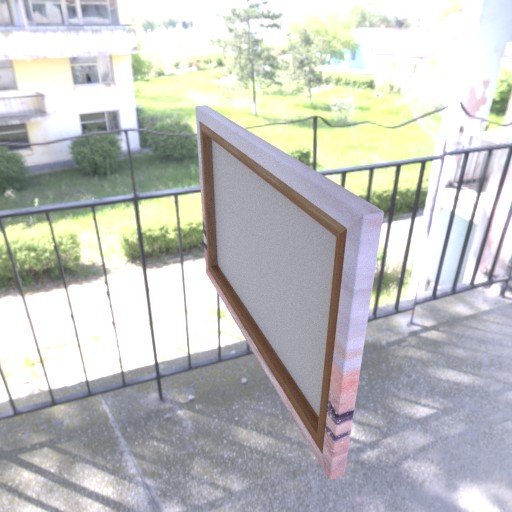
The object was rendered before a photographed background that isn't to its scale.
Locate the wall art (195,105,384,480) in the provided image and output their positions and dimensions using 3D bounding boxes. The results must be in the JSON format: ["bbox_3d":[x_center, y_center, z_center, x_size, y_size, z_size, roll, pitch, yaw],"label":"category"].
[{"bbox_3d":[0.000,0.000,1.163,0.038,0.609,0.913,-11,31,-19],"label":"wall art"}]
